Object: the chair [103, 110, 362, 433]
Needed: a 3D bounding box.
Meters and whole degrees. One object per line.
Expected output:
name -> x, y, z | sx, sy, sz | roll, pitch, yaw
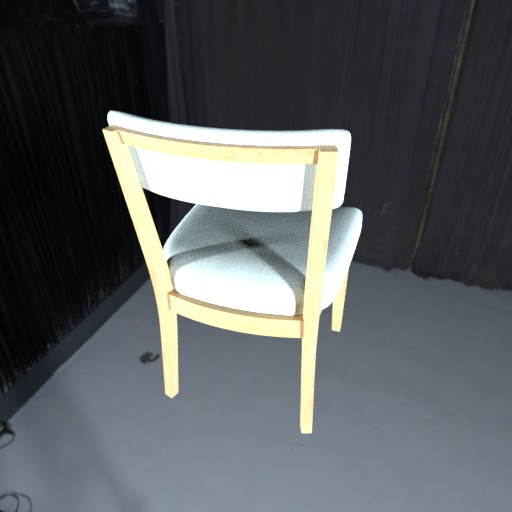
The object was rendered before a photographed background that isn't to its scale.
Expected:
chair -> 0.000, 0.000, 1.205 | 0.508, 0.832, 0.572 | 9, 32, 15
